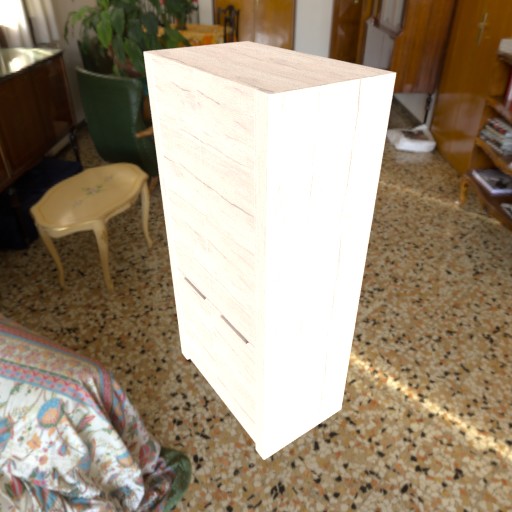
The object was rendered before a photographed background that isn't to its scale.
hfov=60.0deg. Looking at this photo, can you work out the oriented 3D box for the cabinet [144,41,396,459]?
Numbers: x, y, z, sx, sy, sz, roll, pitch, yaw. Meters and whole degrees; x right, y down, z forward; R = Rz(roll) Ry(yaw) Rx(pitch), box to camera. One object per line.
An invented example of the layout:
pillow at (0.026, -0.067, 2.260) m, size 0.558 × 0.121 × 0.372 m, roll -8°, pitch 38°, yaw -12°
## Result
cabinet at (0.000, 0.000, 2.362) m, size 0.580 × 1.930 × 0.980 m, roll -21°, pitch 39°, yaw -29°
